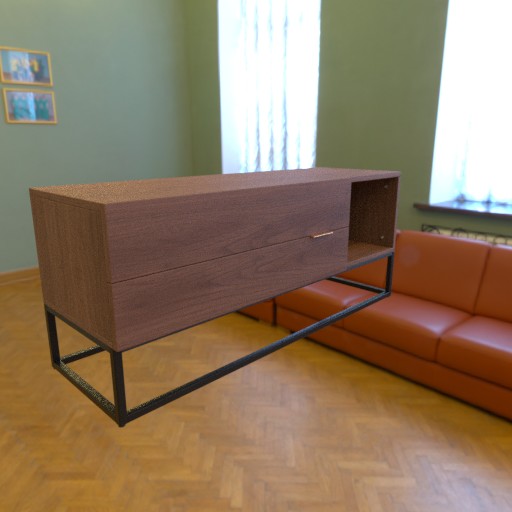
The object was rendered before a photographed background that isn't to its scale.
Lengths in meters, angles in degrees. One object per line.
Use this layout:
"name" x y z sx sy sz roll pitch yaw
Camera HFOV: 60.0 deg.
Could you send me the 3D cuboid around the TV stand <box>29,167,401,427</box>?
"TV stand" 0.000 0.000 1.444 0.415 0.500 1.200 14 20 43
